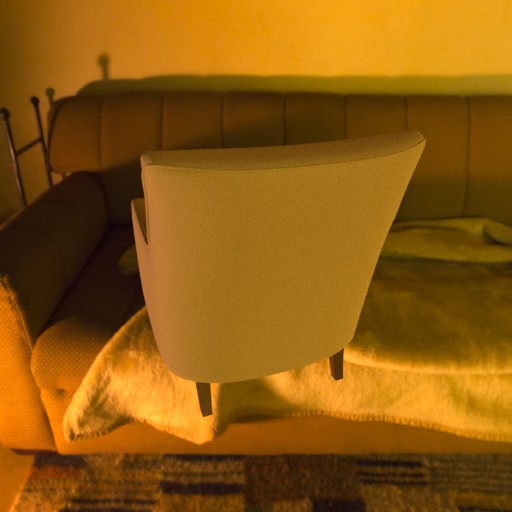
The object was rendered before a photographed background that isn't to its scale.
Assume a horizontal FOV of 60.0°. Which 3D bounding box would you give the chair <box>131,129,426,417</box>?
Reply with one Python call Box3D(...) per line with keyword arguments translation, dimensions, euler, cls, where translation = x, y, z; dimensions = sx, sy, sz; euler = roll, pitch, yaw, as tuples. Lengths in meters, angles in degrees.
Box3D(translation=(0.000, 0.000, 1.535), dimensions=(0.756, 0.916, 0.879), euler=(-10, 29, -18), cls="chair")
